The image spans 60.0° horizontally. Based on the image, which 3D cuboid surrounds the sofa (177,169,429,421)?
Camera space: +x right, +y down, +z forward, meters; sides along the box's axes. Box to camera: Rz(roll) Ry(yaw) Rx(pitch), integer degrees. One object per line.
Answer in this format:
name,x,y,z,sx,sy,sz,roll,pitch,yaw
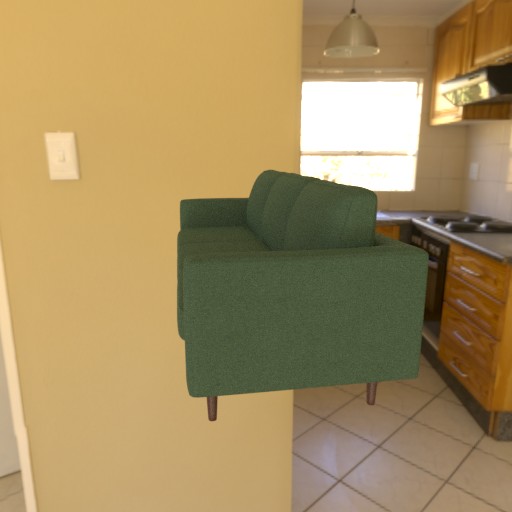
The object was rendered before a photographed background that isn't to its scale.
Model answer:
sofa,0.000,0.000,2.491,0.879,0.899,2.029,-2,13,-10
